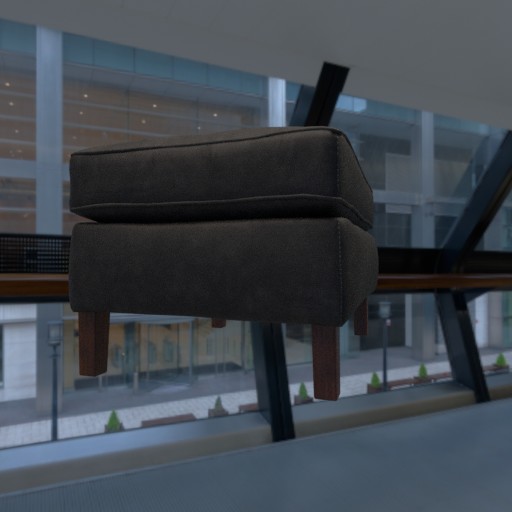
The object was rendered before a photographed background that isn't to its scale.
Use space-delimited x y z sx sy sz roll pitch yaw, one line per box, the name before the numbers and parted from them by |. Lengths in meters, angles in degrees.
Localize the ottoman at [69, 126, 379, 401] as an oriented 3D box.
ottoman | 0.000 0.000 0.974 0.501 0.413 0.665 0 0 18
